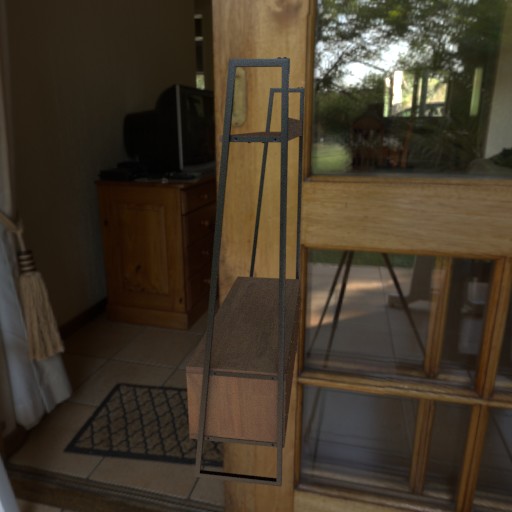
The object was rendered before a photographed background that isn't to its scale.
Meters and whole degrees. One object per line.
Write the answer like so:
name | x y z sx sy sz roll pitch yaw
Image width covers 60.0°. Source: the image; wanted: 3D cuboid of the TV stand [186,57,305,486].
TV stand | 0.000 0.000 2.357 0.432 1.772 1.250 2 17 8
